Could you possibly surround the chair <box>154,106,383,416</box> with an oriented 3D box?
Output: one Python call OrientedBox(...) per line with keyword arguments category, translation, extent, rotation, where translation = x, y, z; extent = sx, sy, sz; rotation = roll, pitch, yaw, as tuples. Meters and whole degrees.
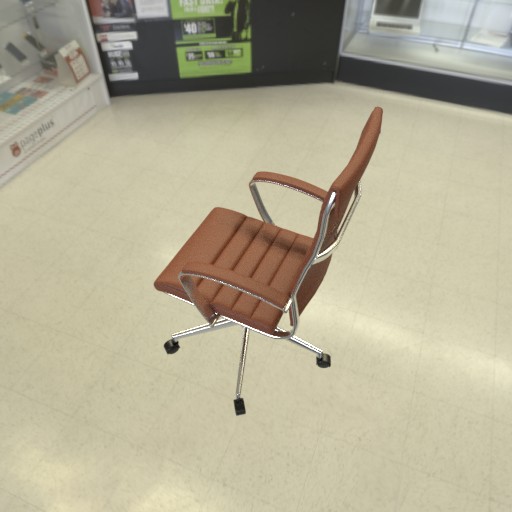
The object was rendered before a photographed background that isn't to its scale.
OrientedBox(category="chair", translation=(0.000, 0.000, 1.692), extent=(0.739, 1.149, 0.766), rotation=(18, 49, 17))
